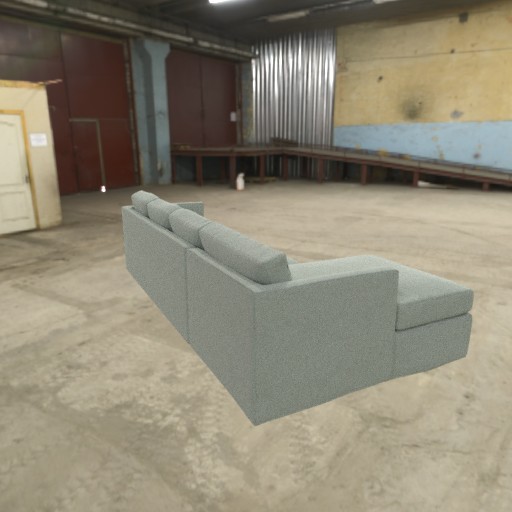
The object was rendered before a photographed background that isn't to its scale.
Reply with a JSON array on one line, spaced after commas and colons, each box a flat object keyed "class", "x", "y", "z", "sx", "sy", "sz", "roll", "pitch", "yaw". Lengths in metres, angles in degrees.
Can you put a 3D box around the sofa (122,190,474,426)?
[{"class": "sofa", "x": 0.000, "y": 0.000, "z": 3.855, "sx": 1.650, "sy": 0.922, "sz": 3.205, "roll": -7, "pitch": 16, "yaw": -26}]
